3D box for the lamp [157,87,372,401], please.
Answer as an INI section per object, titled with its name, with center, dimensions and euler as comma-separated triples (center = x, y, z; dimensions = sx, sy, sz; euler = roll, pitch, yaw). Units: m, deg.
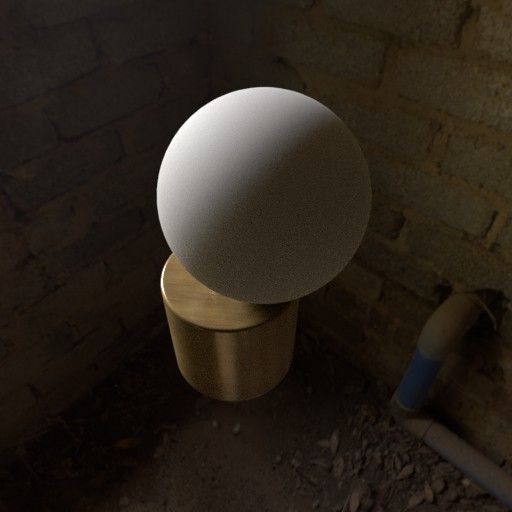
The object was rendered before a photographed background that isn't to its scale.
[lamp]
center = 0.000, 0.000, 0.339
dimensions = 0.152, 0.250, 0.141
euler = 3, 44, 3
